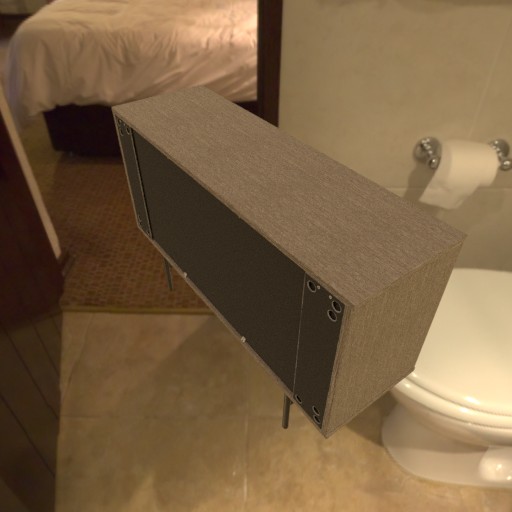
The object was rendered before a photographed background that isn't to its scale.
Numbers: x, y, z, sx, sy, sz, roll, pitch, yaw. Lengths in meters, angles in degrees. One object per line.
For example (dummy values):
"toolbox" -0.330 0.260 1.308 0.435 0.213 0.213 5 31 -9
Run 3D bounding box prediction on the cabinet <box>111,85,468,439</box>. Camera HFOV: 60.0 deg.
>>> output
"cabinet" 0.000 0.000 1.571 0.405 0.787 1.194 -26 47 -27
